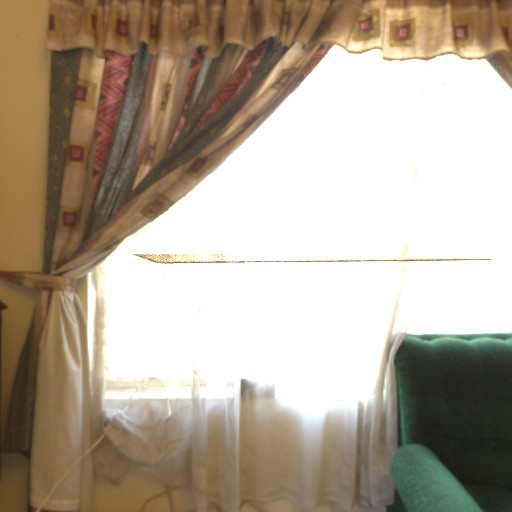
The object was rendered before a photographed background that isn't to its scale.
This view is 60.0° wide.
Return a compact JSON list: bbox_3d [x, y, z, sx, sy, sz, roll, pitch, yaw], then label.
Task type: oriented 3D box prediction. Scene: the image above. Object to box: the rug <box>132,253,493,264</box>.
[{"bbox_3d":[0.000,0.000,2.013,1.035,0.006,1.652,0,1,-18],"label":"rug"}]
